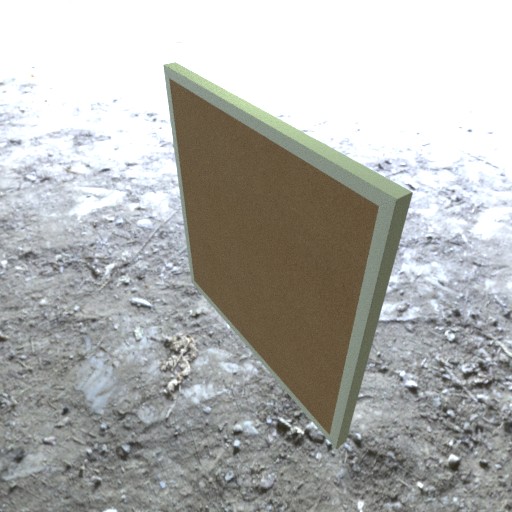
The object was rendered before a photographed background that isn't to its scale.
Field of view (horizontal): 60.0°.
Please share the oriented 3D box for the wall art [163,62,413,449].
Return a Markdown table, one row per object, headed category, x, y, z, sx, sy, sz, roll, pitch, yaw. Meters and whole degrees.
| category | x | y | z | sx | sy | sz | roll | pitch | yaw |
| --- | --- | --- | --- | --- | --- | --- | --- | --- | --- |
| wall art | 0.000 | 0.000 | 1.137 | 0.036 | 0.760 | 0.760 | -25 | 46 | -26 |
